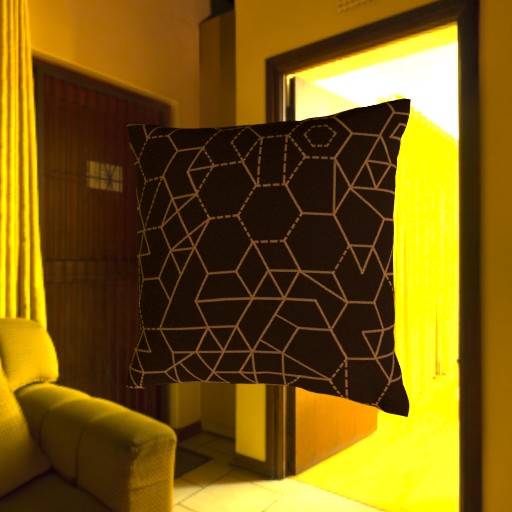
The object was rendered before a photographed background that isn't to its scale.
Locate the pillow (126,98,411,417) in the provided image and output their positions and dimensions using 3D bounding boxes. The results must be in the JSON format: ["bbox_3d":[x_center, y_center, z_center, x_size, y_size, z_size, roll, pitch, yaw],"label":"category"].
[{"bbox_3d":[0.000,0.000,0.779,0.517,0.508,0.158,0,0,17],"label":"pillow"}]
